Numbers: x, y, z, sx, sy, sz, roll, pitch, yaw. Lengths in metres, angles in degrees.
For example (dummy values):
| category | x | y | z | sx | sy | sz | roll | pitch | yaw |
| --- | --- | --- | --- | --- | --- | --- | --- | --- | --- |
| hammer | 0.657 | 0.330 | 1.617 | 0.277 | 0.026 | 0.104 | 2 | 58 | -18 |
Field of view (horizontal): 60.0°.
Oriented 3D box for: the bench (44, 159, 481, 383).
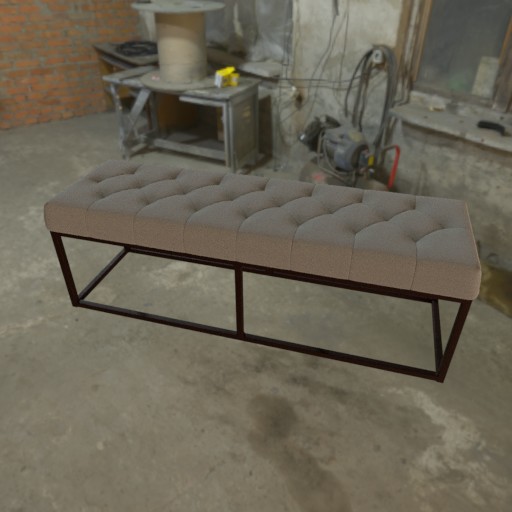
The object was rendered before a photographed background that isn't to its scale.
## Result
| category | x | y | z | sx | sy | sz | roll | pitch | yaw |
| --- | --- | --- | --- | --- | --- | --- | --- | --- | --- |
| bench | 0.000 | 0.000 | 1.721 | 1.488 | 0.488 | 0.479 | 9 | 35 | 13 |
